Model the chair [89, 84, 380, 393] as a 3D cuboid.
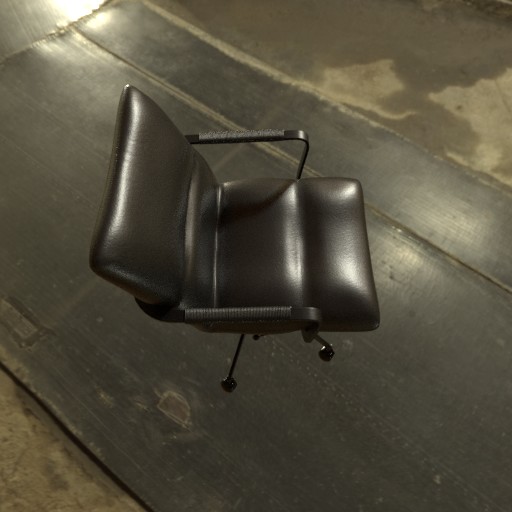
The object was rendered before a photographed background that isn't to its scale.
[{"bbox_3d":[0.000,0.000,1.468,0.748,0.922,0.719,0,62,0],"label":"chair"}]
